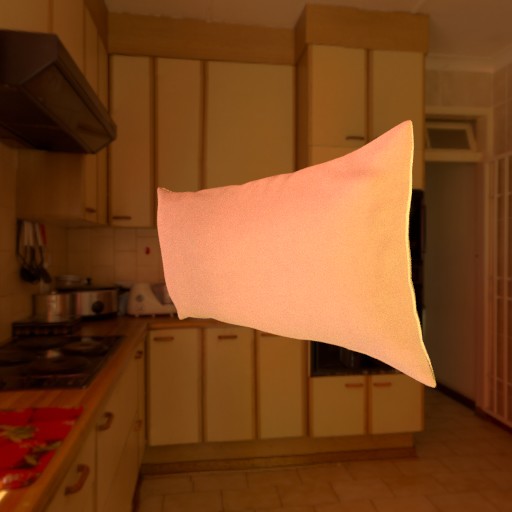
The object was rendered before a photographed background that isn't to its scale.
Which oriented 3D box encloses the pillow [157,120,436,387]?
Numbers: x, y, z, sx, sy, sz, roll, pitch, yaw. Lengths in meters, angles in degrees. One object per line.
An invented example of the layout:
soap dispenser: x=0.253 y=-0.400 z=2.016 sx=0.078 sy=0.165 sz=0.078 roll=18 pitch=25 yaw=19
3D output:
pillow: x=0.000 y=0.000 z=0.724 sx=0.156 sy=0.292 sz=0.608 roll=-1 pitch=1 yaw=-38
